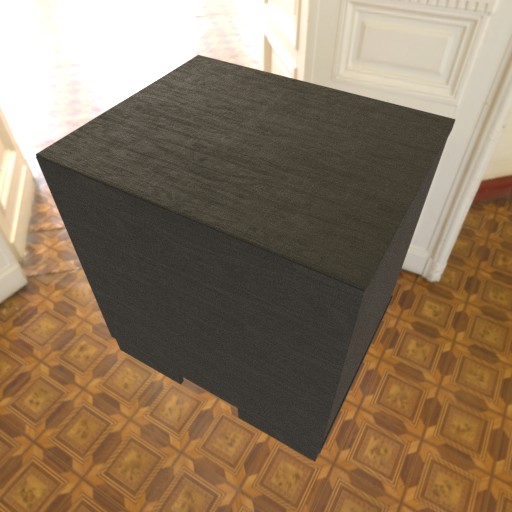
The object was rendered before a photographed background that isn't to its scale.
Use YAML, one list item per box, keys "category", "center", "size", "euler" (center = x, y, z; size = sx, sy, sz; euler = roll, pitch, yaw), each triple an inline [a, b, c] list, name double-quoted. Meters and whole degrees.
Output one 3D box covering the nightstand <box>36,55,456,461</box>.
- category: "nightstand"
  center: [0.000, 0.000, 0.733]
  size: [0.427, 0.448, 0.347]
  euler: [23, 50, 20]
